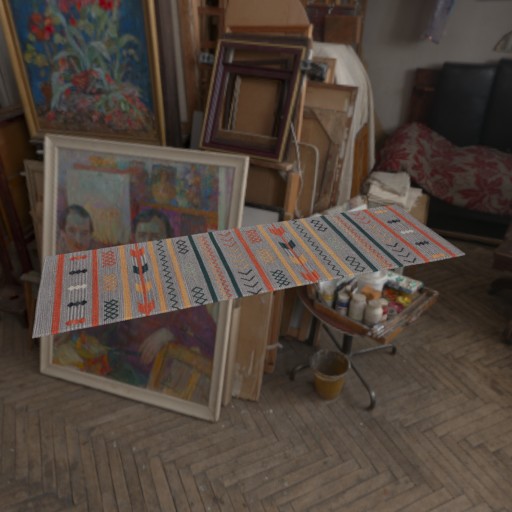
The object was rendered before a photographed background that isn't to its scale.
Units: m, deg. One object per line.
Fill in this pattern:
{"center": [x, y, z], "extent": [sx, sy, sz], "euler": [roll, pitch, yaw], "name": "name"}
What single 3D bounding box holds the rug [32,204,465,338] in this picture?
{"center": [0.000, 0.000, 2.659], "extent": [2.419, 0.022, 0.744], "euler": [-10, 33, -15], "name": "rug"}
